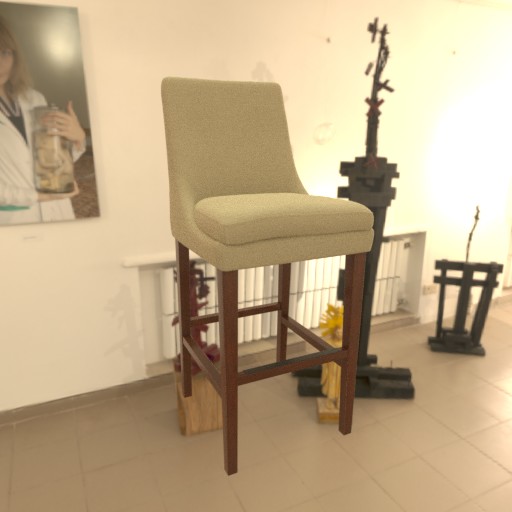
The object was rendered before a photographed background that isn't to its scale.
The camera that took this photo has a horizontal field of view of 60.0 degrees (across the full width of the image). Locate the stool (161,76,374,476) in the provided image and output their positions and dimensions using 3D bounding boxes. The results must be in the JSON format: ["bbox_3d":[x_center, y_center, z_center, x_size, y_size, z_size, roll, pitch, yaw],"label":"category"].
[{"bbox_3d":[0.000,0.000,1.384,0.470,1.078,0.577,-7,17,-25],"label":"stool"}]
